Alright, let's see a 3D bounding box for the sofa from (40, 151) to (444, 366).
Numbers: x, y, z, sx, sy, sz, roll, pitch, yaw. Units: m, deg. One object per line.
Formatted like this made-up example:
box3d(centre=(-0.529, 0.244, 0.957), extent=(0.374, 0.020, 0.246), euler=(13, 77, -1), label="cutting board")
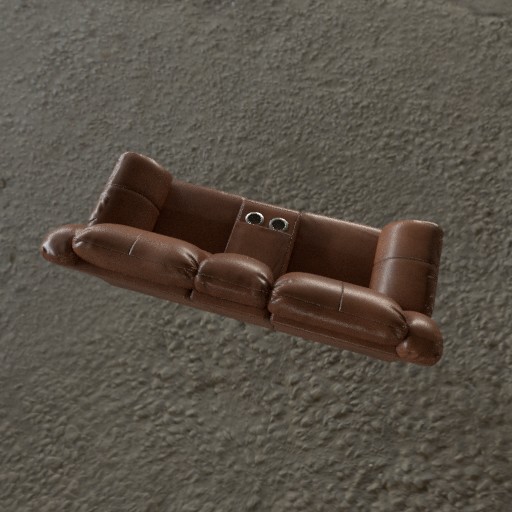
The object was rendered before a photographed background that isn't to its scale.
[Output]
box3d(centre=(0.000, 0.000, 2.617), extent=(2.058, 1.043, 0.991), euler=(14, 64, 7), label="sofa")
